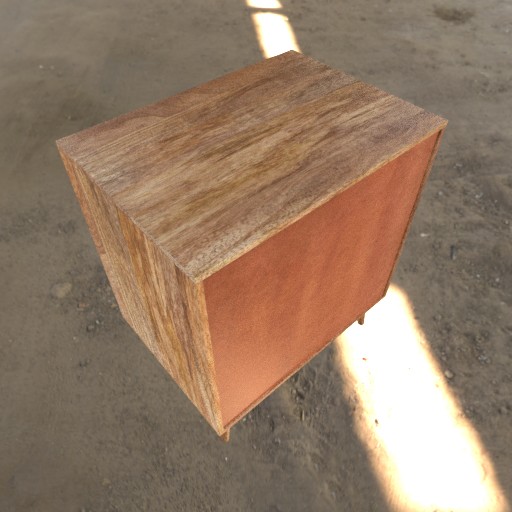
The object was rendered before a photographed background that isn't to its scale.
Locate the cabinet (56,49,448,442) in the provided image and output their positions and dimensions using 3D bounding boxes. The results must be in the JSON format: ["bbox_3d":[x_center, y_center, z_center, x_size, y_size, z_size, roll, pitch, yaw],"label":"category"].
[{"bbox_3d":[0.000,0.000,1.176,0.647,0.758,0.473,-33,55,-26],"label":"cabinet"}]
